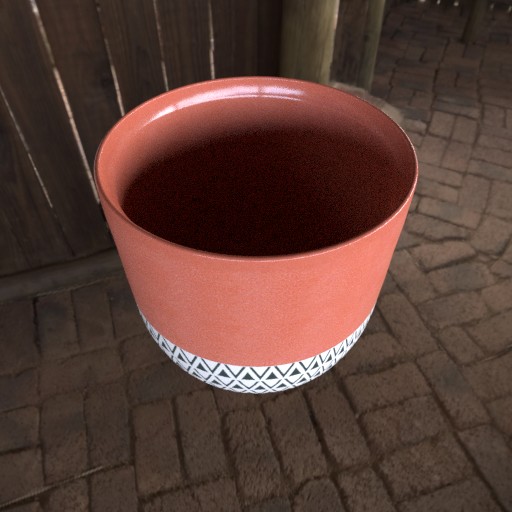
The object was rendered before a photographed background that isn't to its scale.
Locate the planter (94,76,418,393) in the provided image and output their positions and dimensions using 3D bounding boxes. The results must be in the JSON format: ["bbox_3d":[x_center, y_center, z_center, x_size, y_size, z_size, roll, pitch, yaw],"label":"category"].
[{"bbox_3d":[0.000,0.000,0.470,0.266,0.270,0.266,0,46,0],"label":"planter"}]
